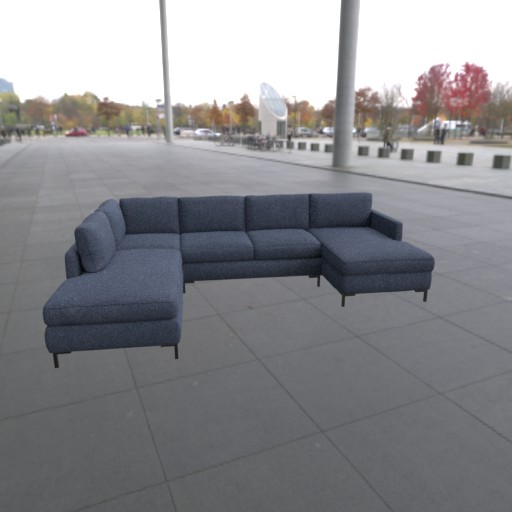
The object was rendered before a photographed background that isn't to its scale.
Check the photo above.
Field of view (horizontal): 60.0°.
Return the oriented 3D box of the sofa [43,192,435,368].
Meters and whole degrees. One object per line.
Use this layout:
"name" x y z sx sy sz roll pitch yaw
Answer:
"sofa" 0.000 0.000 3.828 2.956 0.813 2.007 -2 16 -8
